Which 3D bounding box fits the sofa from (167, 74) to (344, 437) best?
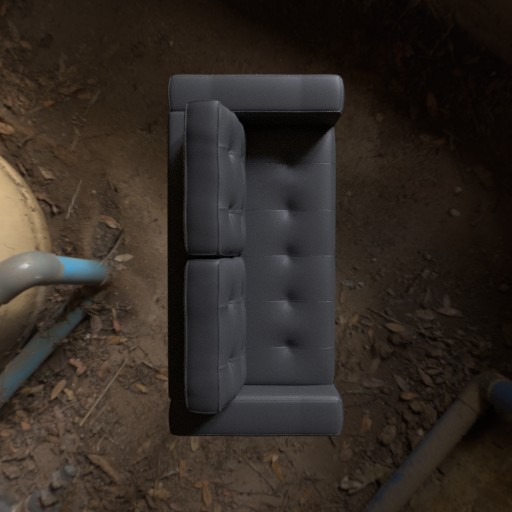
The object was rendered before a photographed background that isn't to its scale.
[{"bbox_3d":[0.000,0.000,2.258,0.833,0.893,1.726,0,91,0],"label":"sofa"}]
